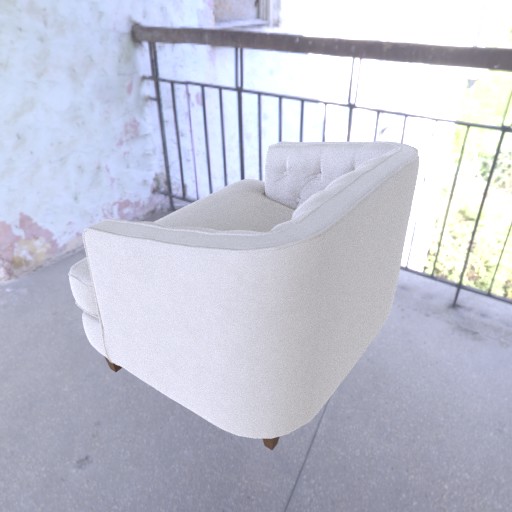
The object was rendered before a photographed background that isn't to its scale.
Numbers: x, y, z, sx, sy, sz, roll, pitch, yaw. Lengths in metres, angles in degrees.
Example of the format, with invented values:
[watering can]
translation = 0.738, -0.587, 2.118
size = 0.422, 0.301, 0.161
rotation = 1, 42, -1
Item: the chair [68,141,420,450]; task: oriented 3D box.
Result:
[chair]
translation = 0.000, 0.000, 1.725
size = 0.941, 0.852, 1.104
rotation = 21, 37, 30
